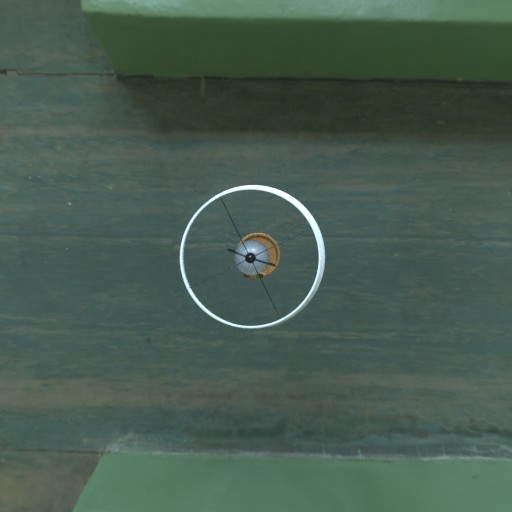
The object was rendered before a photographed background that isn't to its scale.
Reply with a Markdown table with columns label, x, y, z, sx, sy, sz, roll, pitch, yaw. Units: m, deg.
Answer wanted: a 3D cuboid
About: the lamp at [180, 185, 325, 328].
| label | x | y | z | sx | sy | sz | roll | pitch | yaw |
| --- | --- | --- | --- | --- | --- | --- | --- | --- | --- |
| lamp | 0.000 | 0.000 | 0.783 | 0.178 | 0.710 | 0.178 | 0 | 90 | 1 |
